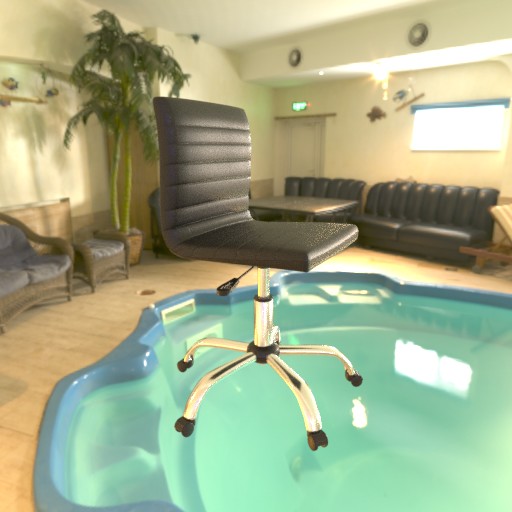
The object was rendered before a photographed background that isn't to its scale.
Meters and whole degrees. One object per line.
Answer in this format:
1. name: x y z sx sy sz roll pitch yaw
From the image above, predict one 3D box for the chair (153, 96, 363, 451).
1. chair: 0.000 0.000 1.164 0.530 0.780 0.556 7 16 27
